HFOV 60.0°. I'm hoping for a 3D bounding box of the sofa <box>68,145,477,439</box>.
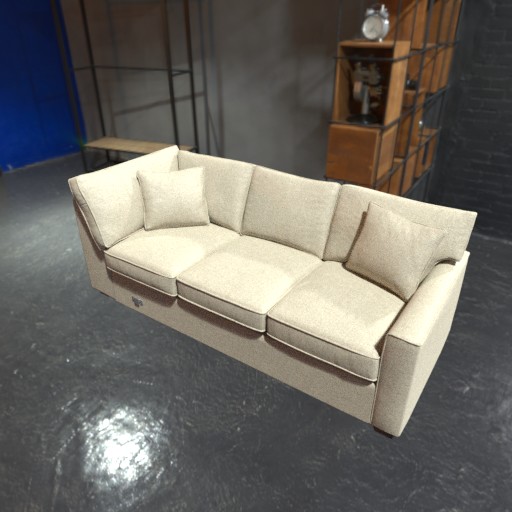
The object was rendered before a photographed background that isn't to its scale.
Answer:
[{"bbox_3d":[0.000,0.000,2.832,2.323,0.948,1.053,19,34,30],"label":"sofa"}]
